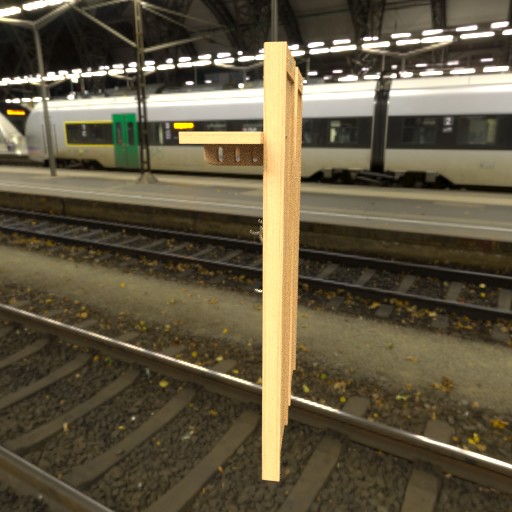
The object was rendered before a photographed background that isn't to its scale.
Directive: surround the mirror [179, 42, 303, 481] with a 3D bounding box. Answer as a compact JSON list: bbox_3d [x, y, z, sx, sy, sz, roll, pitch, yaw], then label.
[{"bbox_3d":[0.000,0.000,1.567,0.260,1.250,0.800,2,15,9],"label":"mirror"}]
